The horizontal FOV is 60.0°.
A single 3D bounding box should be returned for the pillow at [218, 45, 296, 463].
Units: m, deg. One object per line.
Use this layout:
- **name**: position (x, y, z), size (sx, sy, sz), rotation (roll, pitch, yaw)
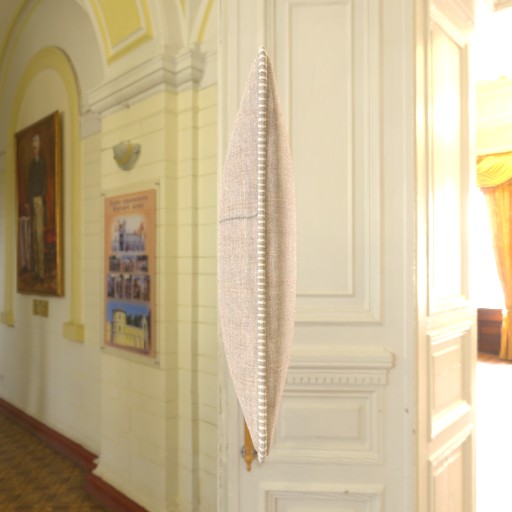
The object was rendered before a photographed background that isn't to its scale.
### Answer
- **pillow**: position (0.000, 0.000, 0.741), size (0.124, 0.494, 0.485), rotation (0, 0, -2)
